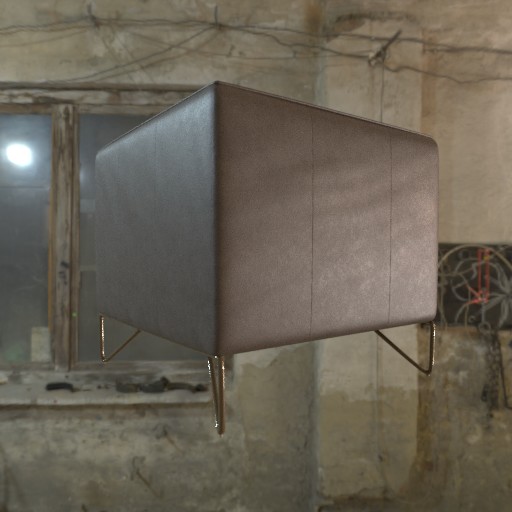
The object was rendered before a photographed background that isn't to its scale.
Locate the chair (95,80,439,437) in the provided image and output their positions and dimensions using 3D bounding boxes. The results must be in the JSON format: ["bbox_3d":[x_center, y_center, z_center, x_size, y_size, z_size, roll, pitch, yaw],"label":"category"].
[{"bbox_3d":[0.000,0.000,1.557,0.880,0.790,0.894,-1,1,-36],"label":"chair"}]
